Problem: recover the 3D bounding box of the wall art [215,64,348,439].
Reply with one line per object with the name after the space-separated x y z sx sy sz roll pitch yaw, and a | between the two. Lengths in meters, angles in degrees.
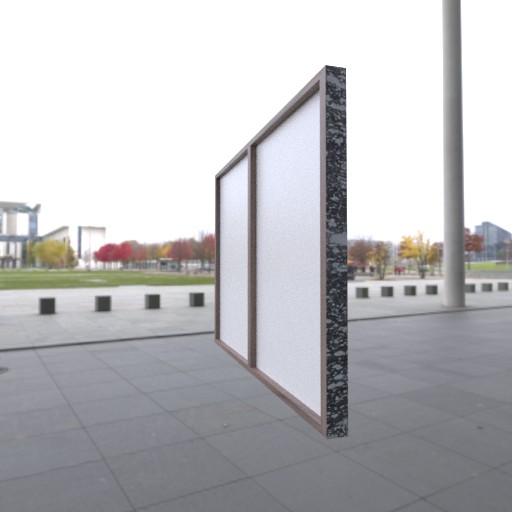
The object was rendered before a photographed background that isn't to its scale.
0.000 0.000 1.154 0.038 0.598 0.919 0 -1 -16 | wall art
